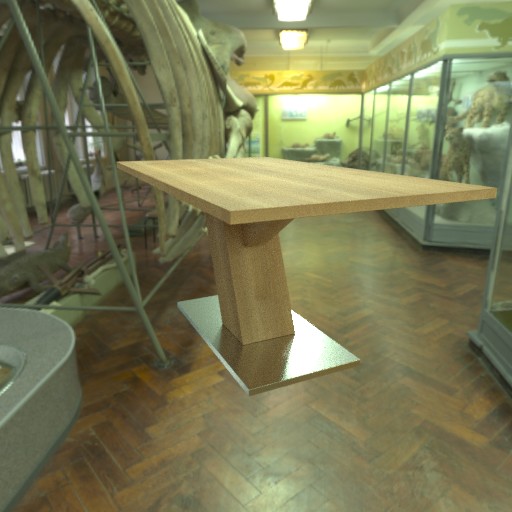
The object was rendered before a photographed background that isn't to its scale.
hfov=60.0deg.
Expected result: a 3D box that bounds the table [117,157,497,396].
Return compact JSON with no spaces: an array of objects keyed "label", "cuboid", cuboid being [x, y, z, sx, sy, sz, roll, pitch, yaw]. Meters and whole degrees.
[{"label":"table","cuboid":[0.000,0.000,1.991,0.900,0.750,1.600,-8,18,-25]}]
